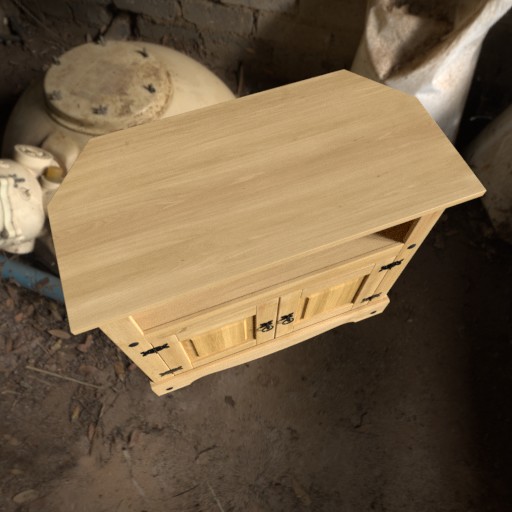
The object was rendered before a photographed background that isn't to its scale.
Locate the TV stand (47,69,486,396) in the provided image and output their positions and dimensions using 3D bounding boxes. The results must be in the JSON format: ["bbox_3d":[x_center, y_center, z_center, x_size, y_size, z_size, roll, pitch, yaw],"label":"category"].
[{"bbox_3d":[0.000,0.000,1.279,0.851,0.781,0.425,-19,64,-9],"label":"TV stand"}]
